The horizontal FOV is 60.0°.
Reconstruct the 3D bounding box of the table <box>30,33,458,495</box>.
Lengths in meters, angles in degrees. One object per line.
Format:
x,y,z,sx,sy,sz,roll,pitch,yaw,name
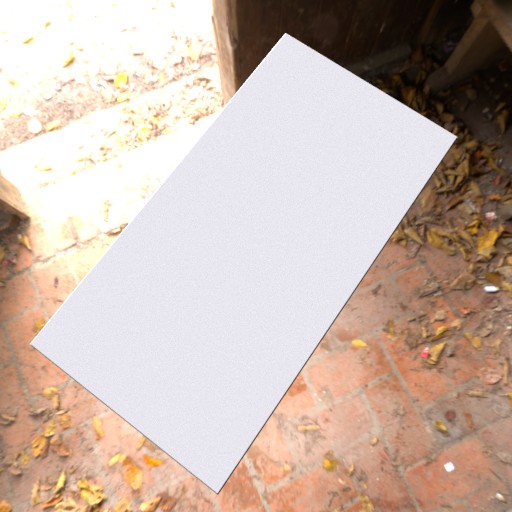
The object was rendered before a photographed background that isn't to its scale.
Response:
0.000,0.000,1.335,0.559,0.457,1.067,35,79,8,table
